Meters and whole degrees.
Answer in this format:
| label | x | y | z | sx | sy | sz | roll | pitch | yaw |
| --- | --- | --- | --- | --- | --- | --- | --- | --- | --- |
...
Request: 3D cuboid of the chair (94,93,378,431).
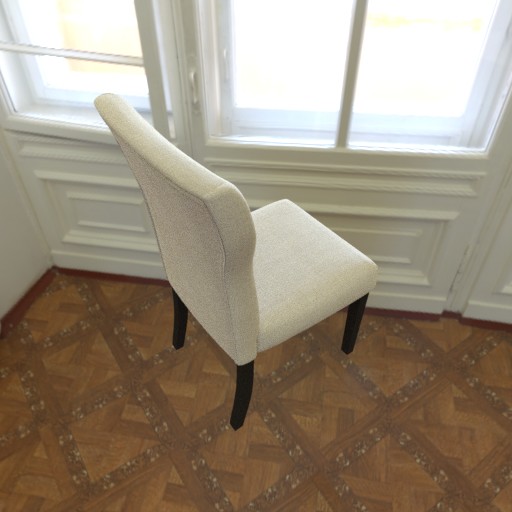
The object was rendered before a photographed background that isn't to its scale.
| label | x | y | z | sx | sy | sz | roll | pitch | yaw |
| --- | --- | --- | --- | --- | --- | --- | --- | --- | --- |
| chair | 0.000 | 0.000 | 1.280 | 0.597 | 0.921 | 0.509 | -26 | 48 | -26 |
